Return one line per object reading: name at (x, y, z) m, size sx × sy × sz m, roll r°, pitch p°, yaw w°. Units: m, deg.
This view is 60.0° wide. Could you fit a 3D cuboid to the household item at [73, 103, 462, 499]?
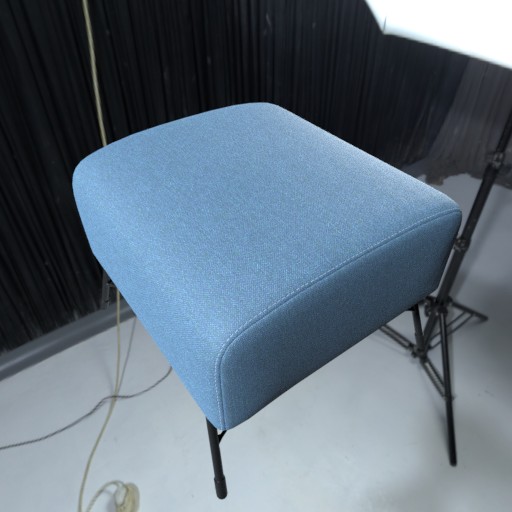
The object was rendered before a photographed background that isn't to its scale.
household item at (0.000, 0.000, 0.864) m, size 0.530 × 0.420 × 0.530 m, roll -26°, pitch 47°, yaw -26°
